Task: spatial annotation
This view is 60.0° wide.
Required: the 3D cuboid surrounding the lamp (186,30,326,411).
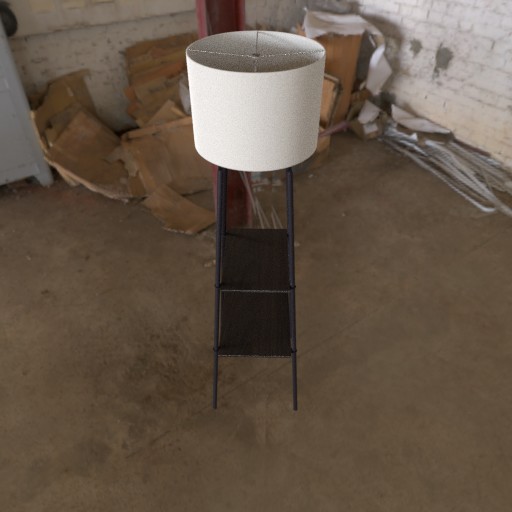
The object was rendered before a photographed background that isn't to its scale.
[{"bbox_3d":[0.000,0.000,1.677,0.384,1.474,0.427,1,41,1],"label":"lamp"}]
